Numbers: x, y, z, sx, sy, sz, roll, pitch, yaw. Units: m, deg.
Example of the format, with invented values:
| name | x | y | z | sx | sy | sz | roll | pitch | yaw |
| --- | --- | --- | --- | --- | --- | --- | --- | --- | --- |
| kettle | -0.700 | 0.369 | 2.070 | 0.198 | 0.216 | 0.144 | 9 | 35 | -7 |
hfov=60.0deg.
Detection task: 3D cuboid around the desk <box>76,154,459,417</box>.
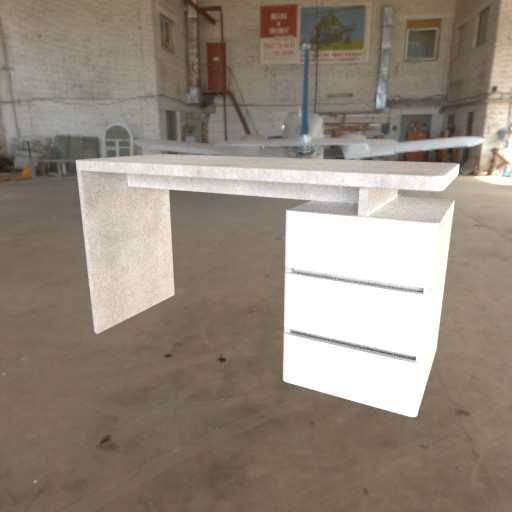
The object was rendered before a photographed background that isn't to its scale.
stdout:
| name | x | y | z | sx | sy | sz | roll | pitch | yaw |
| --- | --- | --- | --- | --- | --- | --- | --- | --- | --- |
| desk | 0.000 | 0.000 | 1.804 | 1.400 | 0.755 | 0.550 | 8 | 18 | 27 |
